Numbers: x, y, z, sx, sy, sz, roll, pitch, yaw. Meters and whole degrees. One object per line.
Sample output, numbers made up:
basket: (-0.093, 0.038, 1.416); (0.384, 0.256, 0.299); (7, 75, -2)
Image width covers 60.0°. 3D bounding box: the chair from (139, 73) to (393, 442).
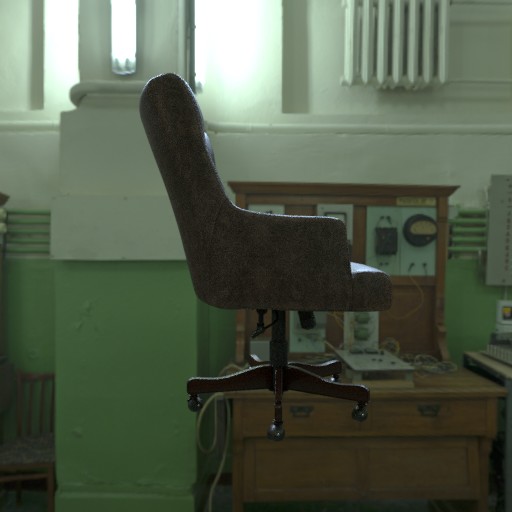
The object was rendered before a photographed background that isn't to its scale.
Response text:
chair: (0.000, 0.000, 1.528); (0.762, 1.035, 0.641); (0, 0, -1)
